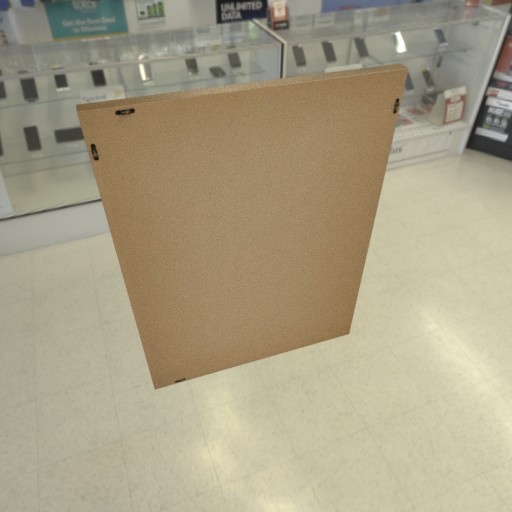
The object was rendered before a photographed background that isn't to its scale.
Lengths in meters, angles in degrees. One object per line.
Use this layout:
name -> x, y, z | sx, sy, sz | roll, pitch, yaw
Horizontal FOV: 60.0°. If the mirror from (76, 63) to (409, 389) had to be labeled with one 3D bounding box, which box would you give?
mirror -> 0.000, 0.000, 1.321 | 0.762, 1.016, 0.041 | -13, 43, -14
